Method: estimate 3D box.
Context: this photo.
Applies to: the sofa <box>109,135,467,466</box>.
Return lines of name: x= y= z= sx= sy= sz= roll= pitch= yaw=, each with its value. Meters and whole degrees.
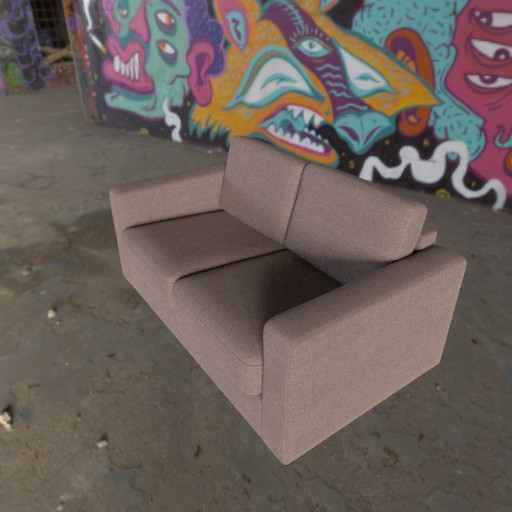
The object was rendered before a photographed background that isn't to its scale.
sofa: x=0.000 y=0.000 z=2.048 sx=0.900 sy=0.800 sz=1.520 roll=-19 pitch=35 yaw=-30
